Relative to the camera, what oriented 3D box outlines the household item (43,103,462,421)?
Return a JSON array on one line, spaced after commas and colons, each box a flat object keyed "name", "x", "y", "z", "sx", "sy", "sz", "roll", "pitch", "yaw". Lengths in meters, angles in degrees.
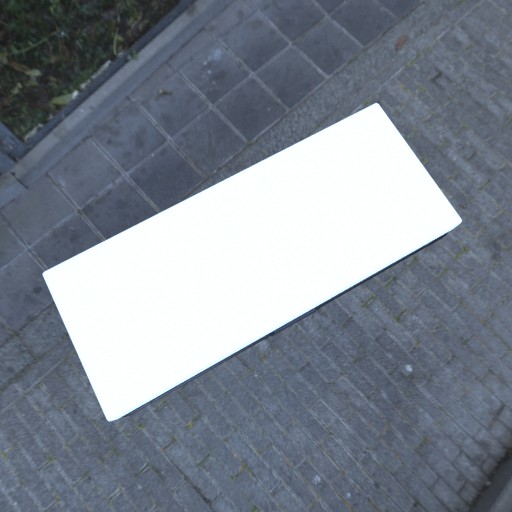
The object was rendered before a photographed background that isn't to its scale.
[{"name": "household item", "x": 0.000, "y": 0.000, "z": 2.247, "sx": 1.905, "sy": 0.356, "sz": 0.787, "roll": -28, "pitch": 77, "yaw": -7}]
